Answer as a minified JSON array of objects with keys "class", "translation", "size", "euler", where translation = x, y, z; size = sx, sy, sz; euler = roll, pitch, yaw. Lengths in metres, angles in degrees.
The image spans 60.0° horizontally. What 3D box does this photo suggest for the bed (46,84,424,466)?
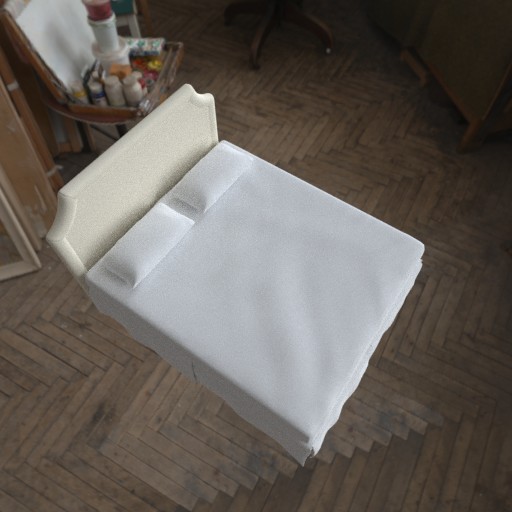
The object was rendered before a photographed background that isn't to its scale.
[{"class":"bed","translation":[0.000,0.000,4.162],"size":[2.773,1.590,2.350],"euler":[31,64,17]}]
